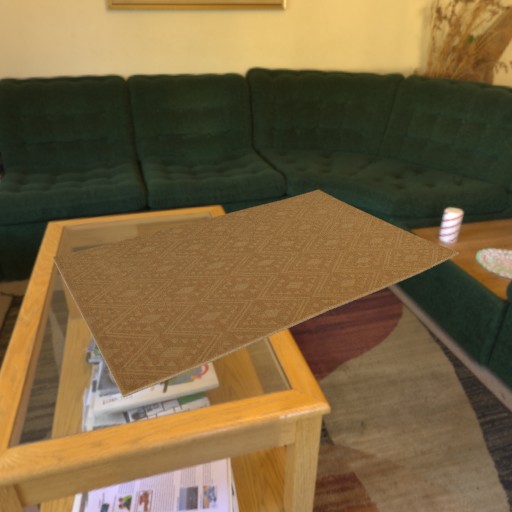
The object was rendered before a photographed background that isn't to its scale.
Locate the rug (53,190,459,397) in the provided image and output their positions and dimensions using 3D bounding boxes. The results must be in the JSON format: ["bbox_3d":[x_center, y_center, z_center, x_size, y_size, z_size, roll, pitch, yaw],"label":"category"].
[{"bbox_3d":[0.000,0.000,3.141,2.430,0.053,1.553,-17,33,-28],"label":"rug"}]
